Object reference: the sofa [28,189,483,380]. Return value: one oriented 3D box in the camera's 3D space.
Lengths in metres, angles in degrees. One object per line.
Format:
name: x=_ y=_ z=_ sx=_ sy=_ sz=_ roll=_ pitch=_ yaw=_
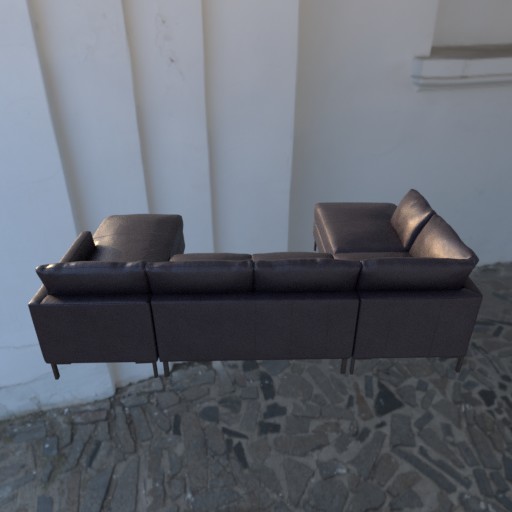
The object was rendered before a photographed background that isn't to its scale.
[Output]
sofa: x=0.000 y=0.000 z=3.755 sx=2.956 sy=0.900 sz=1.939 roll=-1 pitch=29 yaw=-1
